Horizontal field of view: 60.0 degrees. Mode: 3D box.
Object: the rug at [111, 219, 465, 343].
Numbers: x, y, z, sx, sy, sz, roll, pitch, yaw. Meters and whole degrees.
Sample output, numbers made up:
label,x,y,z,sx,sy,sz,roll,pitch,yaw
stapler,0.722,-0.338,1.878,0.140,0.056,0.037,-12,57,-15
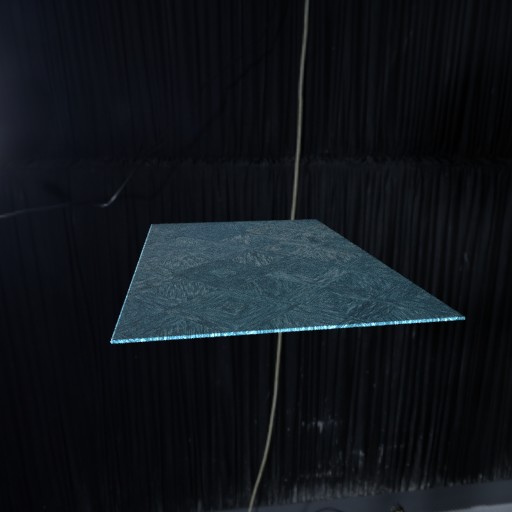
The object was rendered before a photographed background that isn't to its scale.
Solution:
label,x,y,z,sx,sy,sz,roll,pitch,yaw
rug,0.000,0.000,2.900,1.490,0.015,2.277,-2,16,-9
